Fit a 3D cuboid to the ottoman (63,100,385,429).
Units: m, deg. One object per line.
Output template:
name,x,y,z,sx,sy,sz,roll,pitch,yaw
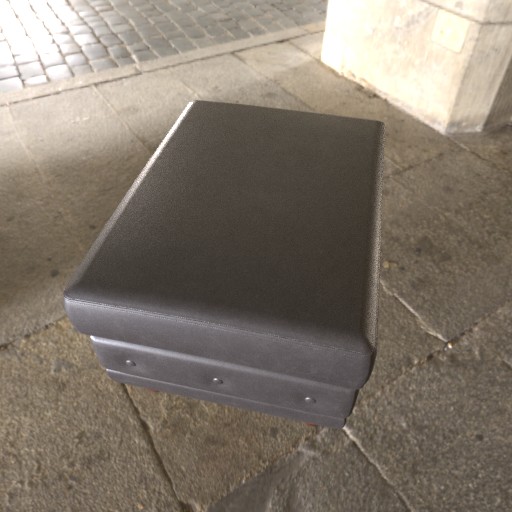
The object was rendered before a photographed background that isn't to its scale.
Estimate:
ottoman,0.000,0.000,1.193,0.590,0.498,0.795,9,47,9
